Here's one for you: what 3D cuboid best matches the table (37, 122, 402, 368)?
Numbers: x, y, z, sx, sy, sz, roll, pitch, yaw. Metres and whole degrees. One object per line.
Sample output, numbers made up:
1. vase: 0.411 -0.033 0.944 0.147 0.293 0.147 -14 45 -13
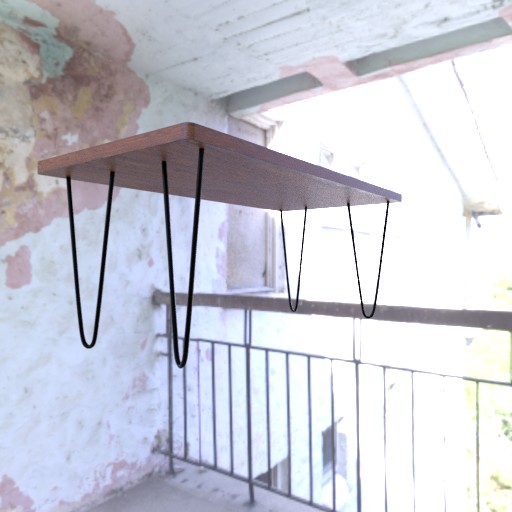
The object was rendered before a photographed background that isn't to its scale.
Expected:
1. table: 0.000 0.000 2.235 0.883 0.753 1.791 0 -1 37
